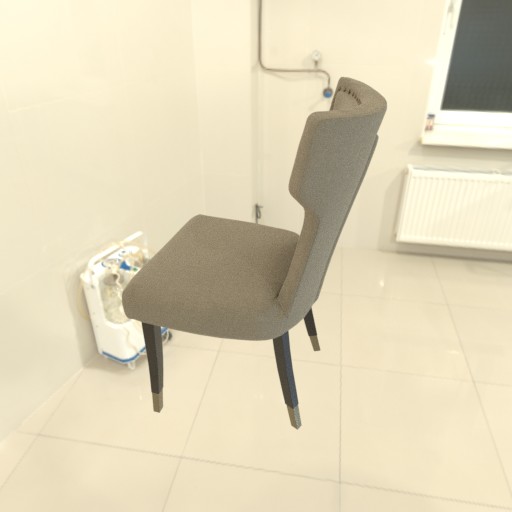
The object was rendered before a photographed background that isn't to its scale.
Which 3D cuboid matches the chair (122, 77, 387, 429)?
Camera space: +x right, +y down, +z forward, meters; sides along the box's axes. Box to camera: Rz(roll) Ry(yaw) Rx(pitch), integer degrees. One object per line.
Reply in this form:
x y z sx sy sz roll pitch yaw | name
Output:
0.000 0.000 1.325 0.630 0.955 0.526 9 31 14 | chair
